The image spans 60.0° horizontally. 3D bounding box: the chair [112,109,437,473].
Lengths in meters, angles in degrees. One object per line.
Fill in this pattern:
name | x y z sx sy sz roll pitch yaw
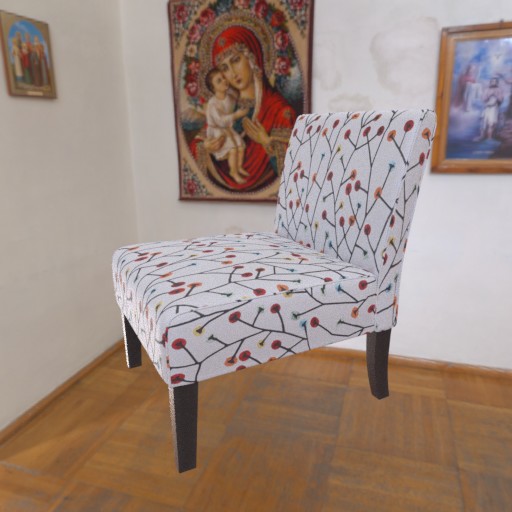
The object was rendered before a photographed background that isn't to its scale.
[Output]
chair | 0.000 0.000 1.296 0.732 0.813 0.597 -8 18 -27
